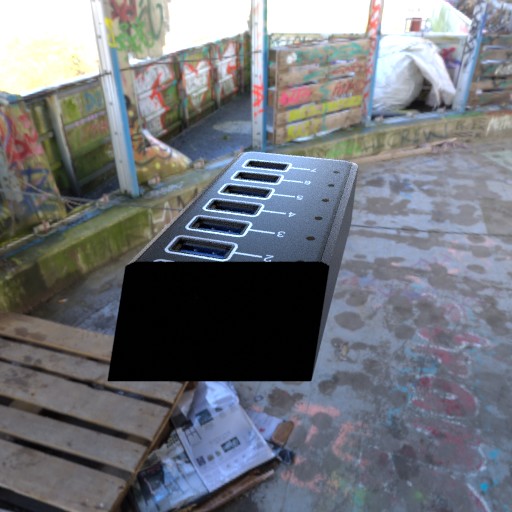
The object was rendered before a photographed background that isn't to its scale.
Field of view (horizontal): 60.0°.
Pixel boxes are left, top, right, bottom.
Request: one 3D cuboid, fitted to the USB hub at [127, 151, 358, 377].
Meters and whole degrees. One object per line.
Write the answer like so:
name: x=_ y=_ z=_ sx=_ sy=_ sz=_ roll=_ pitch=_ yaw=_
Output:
USB hub: x=0.000 y=0.000 z=0.124 sx=0.044 sy=0.023 sz=0.110 roll=9 pitch=33 yaw=14
